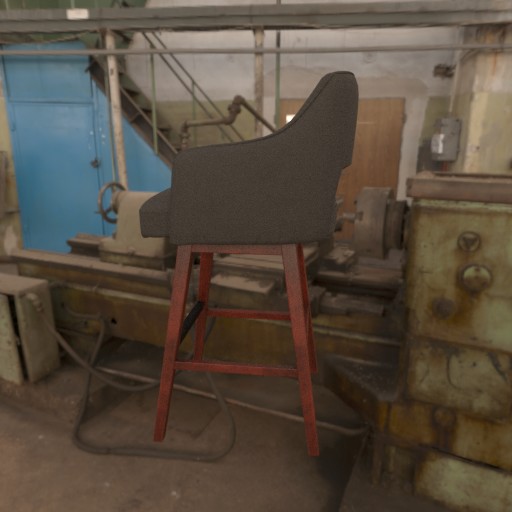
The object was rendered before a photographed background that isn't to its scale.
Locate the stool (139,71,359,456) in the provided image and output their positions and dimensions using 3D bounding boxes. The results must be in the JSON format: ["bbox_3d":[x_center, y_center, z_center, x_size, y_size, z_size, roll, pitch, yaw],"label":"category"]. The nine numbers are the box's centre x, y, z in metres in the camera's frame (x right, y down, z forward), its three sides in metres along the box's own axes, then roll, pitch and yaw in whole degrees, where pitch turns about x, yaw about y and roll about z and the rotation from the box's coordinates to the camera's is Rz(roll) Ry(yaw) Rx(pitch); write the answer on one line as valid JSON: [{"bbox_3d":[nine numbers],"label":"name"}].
[{"bbox_3d":[0.000,0.000,1.349,0.558,1.012,0.548,2,16,7],"label":"stool"}]
